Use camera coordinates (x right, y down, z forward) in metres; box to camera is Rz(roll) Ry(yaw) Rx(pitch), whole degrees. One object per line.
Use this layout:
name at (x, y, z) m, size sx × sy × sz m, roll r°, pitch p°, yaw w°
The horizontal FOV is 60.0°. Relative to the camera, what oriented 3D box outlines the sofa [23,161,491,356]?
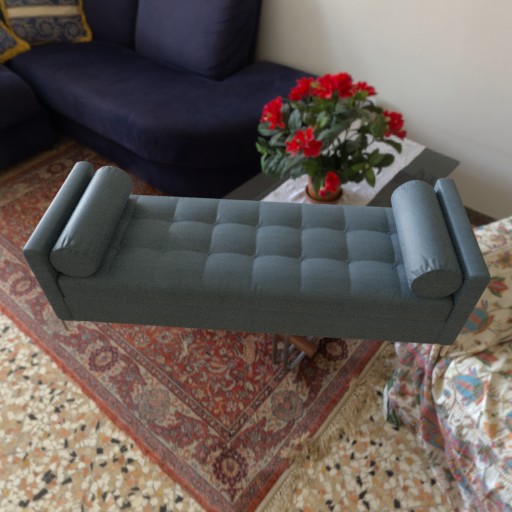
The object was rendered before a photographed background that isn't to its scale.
sofa at (0.000, 0.000, 2.300) m, size 1.981 × 0.635 × 0.686 m, roll 3°, pitch 46°, yaw 3°
